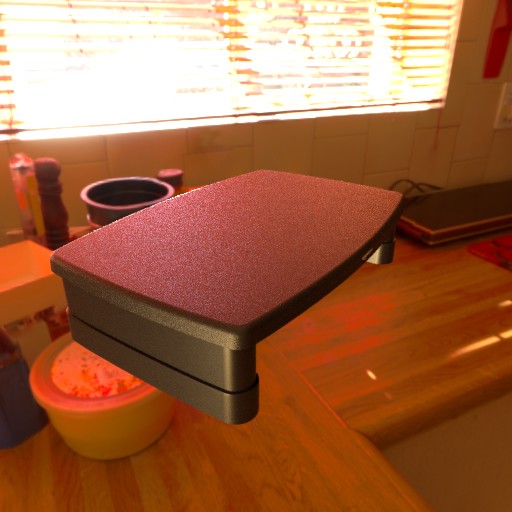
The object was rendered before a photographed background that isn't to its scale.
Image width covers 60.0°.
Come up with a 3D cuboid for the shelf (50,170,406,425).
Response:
[{"bbox_3d":[0.000,0.000,0.546,0.280,0.100,0.410,16,30,30],"label":"shelf"}]
